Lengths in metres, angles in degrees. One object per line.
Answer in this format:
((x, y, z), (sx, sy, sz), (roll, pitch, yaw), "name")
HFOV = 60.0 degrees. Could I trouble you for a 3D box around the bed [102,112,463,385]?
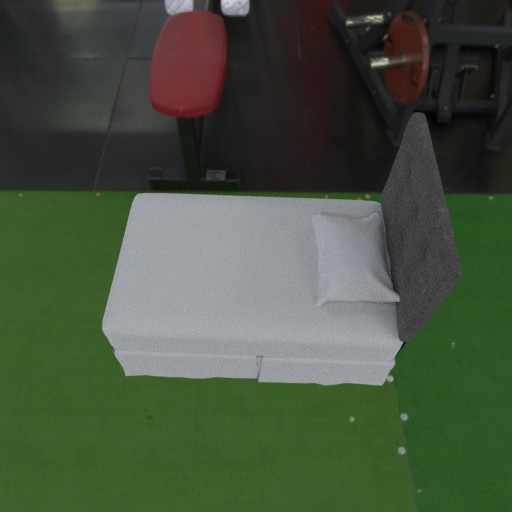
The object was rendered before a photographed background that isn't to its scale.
((0.000, 0.000, 3.015), (1.997, 1.571, 1.261), (2, 57, 1), "bed")
